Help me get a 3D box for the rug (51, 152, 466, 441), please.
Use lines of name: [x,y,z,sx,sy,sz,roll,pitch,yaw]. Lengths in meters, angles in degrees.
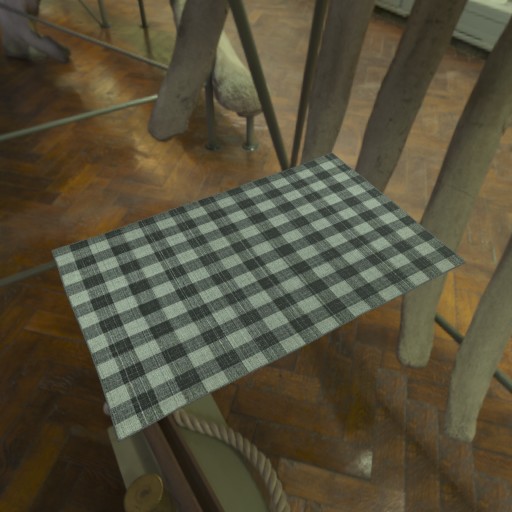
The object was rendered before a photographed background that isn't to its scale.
rug: [0.000,0.000,3.102,2.476,0.011,1.554,-23,50,-20]
